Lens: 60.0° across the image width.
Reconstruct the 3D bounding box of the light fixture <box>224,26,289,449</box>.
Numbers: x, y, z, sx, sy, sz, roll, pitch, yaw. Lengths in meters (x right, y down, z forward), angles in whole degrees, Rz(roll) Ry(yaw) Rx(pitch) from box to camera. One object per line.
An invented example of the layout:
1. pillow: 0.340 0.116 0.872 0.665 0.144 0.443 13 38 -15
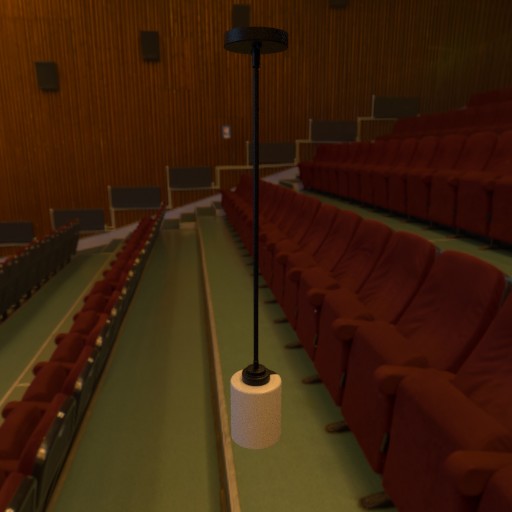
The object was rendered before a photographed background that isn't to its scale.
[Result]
1. light fixture: 0.000 0.000 0.944 0.123 0.863 0.123 -2 14 -9
